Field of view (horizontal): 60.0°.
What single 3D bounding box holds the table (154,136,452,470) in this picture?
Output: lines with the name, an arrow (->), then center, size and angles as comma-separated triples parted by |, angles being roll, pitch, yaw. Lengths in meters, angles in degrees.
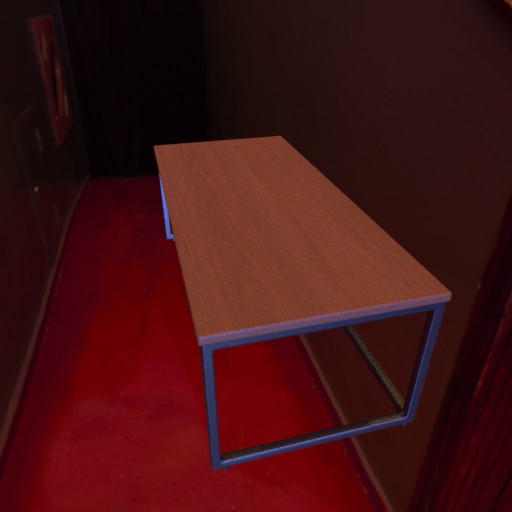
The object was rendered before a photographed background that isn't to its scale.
table -> 0.000, 0.000, 1.367 | 0.500, 0.400, 1.100 | -8, 32, -13
